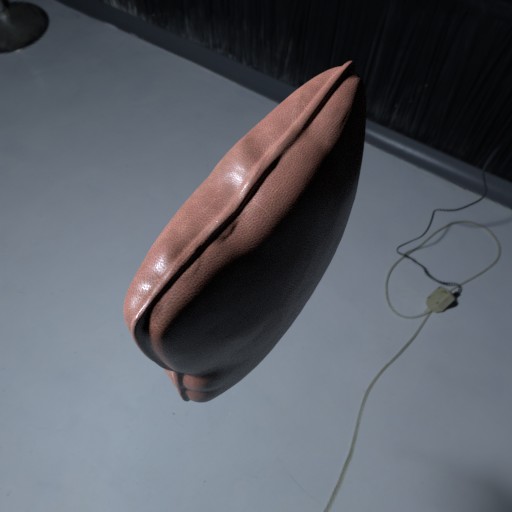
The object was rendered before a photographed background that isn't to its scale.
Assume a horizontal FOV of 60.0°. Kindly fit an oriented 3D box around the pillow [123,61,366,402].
[{"bbox_3d":[0.000,0.000,0.807,0.236,0.523,0.532,31,68,15],"label":"pillow"}]
